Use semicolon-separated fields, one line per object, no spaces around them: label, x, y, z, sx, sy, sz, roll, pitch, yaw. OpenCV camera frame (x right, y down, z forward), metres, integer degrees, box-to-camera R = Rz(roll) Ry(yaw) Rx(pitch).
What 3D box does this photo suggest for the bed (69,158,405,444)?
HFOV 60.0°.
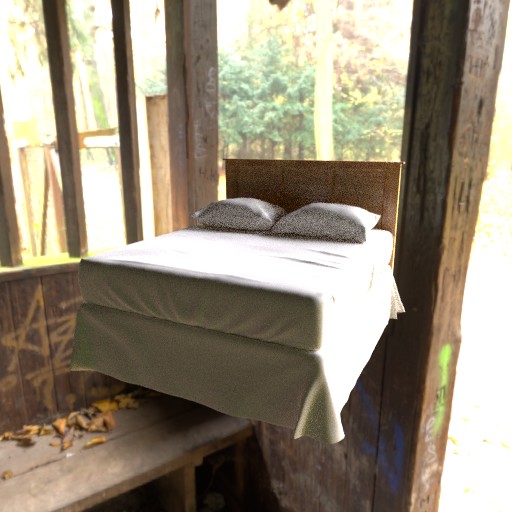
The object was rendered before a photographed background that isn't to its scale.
bed;0.000;0.000;3.176;1.870;1.273;2.035;7;16;26
